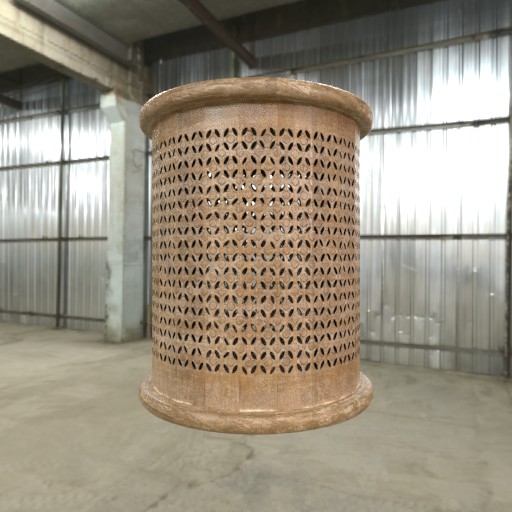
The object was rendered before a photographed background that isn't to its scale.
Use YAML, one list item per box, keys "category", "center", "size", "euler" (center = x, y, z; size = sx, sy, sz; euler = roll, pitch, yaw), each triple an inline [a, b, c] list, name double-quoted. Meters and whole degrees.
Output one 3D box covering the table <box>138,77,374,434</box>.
- category: "table"
  center: [0.000, 0.000, 0.794]
  size: [0.407, 0.482, 0.407]
  euler: [0, 0, 0]
